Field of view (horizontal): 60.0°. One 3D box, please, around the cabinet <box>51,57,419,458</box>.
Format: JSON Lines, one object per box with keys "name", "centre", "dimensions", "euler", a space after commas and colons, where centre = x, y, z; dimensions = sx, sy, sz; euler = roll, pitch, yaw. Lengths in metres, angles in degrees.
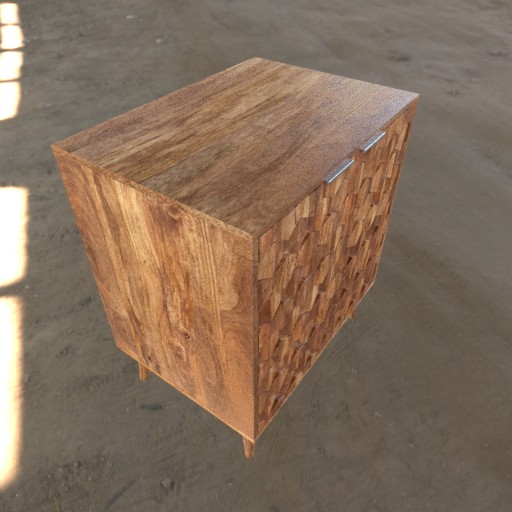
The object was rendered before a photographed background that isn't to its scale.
{"name": "cabinet", "centre": [0.000, 0.000, 1.163], "dimensions": [0.473, 0.758, 0.647], "euler": [25, 47, 26]}
